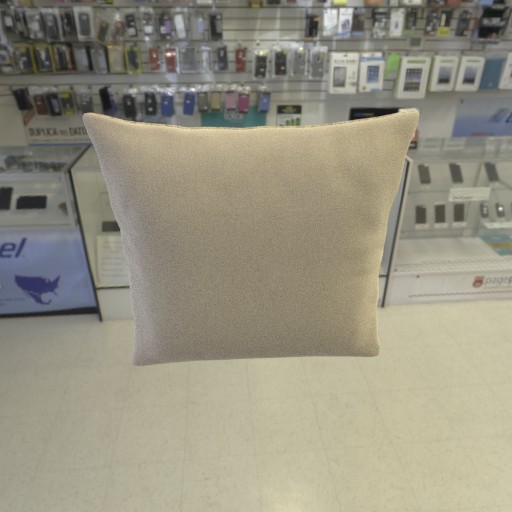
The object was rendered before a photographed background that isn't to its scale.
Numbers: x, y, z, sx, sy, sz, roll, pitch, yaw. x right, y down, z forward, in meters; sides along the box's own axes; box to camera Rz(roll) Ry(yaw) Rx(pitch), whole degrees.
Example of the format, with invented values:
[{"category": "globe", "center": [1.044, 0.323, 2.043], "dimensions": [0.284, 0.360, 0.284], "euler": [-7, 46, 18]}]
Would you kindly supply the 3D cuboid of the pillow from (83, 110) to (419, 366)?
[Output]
[{"category": "pillow", "center": [0.000, 0.000, 0.805], "dimensions": [0.523, 0.510, 0.166], "euler": [-1, 29, -2]}]
